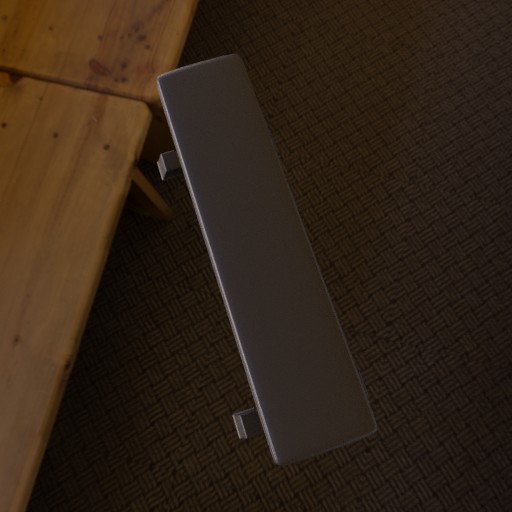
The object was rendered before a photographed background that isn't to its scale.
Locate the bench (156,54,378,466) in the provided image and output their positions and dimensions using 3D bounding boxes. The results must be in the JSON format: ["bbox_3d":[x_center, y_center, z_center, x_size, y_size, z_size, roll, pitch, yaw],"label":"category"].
[{"bbox_3d":[0.000,0.000,1.327,0.439,0.453,1.072,-18,77,-4],"label":"bench"}]
